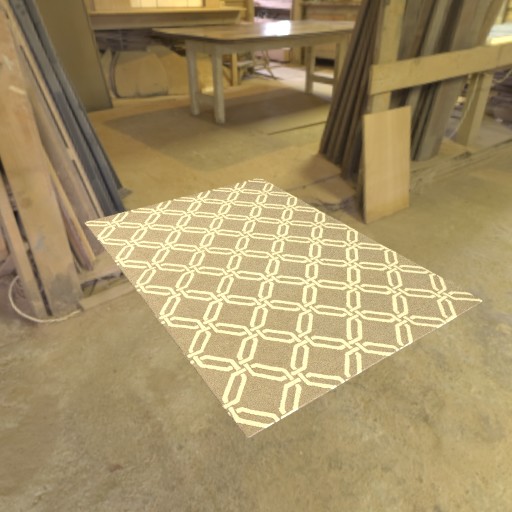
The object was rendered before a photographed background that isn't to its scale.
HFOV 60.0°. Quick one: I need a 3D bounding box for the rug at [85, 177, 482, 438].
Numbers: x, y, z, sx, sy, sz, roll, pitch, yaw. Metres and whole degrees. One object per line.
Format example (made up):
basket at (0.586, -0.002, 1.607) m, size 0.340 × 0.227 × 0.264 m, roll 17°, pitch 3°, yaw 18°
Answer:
rug at (0.000, 0.000, 4.460) m, size 2.441 × 0.020 × 3.419 m, roll -20°, pitch 37°, yaw -28°
